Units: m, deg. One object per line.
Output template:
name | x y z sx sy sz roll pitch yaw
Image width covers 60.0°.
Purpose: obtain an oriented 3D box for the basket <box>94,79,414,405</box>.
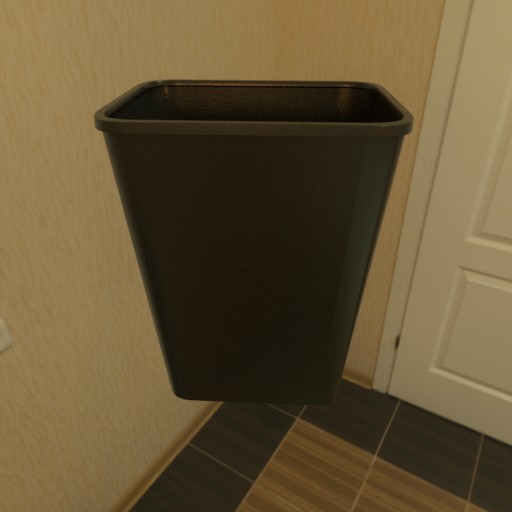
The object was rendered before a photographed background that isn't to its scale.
basket | 0.000 0.000 0.758 0.394 0.521 0.287 2 31 3
